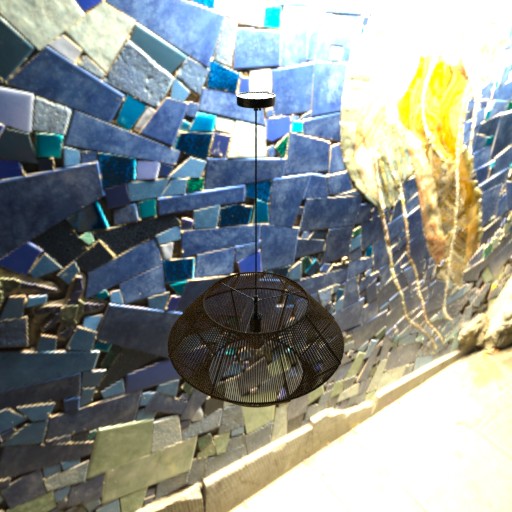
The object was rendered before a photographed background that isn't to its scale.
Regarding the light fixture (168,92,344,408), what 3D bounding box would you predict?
[{"bbox_3d":[0.000,0.000,1.458,0.643,1.009,0.643,0,30,0],"label":"light fixture"}]
